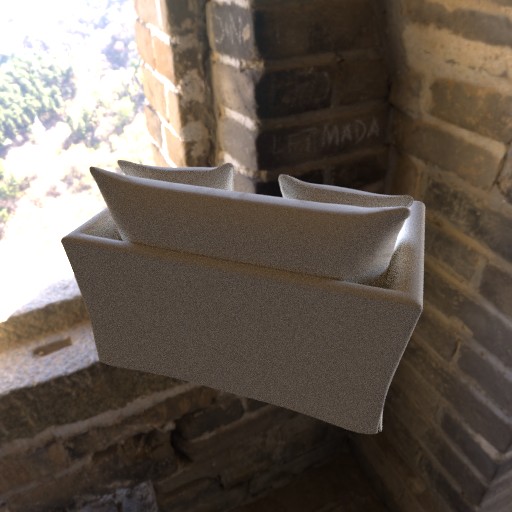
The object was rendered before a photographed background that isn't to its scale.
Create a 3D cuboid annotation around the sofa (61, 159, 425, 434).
[{"bbox_3d":[0.000,0.000,2.329,1.608,1.039,1.026,10,33,16],"label":"sofa"}]
